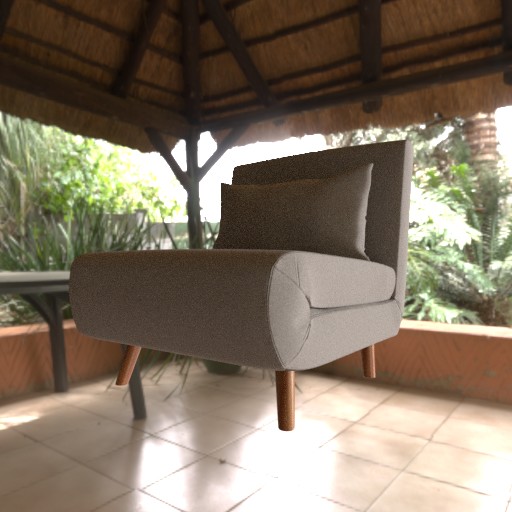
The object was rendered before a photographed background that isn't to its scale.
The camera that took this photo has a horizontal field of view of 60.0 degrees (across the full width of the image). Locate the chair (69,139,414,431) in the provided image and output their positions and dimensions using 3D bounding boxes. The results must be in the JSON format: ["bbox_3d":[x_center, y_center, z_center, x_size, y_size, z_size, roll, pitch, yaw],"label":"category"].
[{"bbox_3d":[0.000,0.000,1.438,0.770,0.808,0.902,0,0,36],"label":"chair"}]
